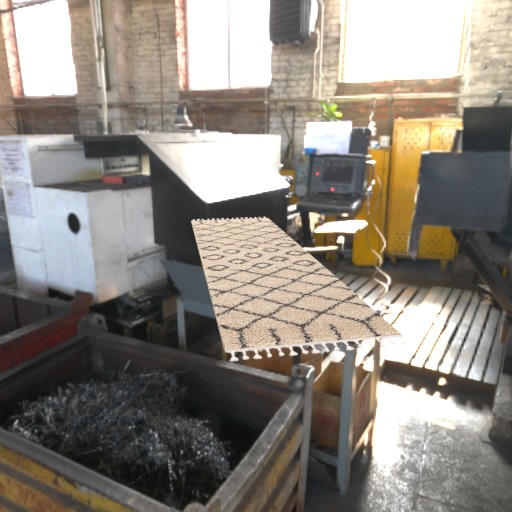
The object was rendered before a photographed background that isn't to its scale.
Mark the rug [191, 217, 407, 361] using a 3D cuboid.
[{"bbox_3d":[0.000,0.000,2.668,0.660,0.005,2.464,-3,16,-10],"label":"rug"}]
